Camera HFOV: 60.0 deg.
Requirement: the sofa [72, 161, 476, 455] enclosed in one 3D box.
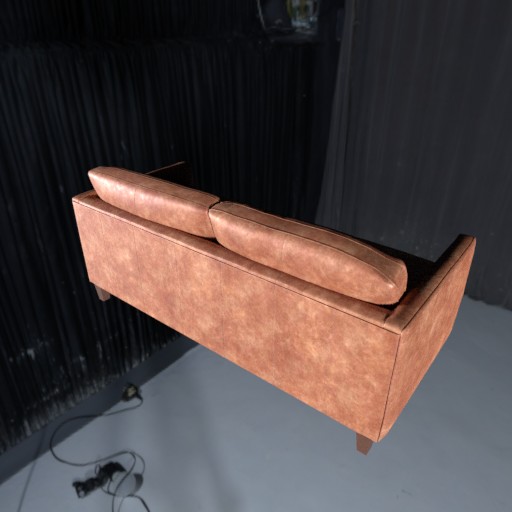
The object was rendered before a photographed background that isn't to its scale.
[{"bbox_3d":[0.000,0.000,2.407,1.971,0.863,0.923,21,35,33],"label":"sofa"}]
